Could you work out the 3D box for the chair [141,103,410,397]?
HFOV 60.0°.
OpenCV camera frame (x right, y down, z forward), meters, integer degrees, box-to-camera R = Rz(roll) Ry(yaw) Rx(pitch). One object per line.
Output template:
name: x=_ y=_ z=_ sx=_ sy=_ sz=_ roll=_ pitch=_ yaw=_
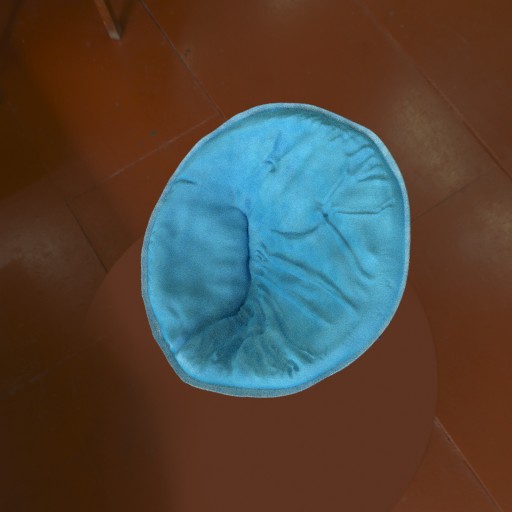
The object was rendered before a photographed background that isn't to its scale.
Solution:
chair: x=0.000 y=0.000 z=0.883 sx=0.465 sy=0.478 sz=0.520 roll=1 pitch=76 yaw=0
